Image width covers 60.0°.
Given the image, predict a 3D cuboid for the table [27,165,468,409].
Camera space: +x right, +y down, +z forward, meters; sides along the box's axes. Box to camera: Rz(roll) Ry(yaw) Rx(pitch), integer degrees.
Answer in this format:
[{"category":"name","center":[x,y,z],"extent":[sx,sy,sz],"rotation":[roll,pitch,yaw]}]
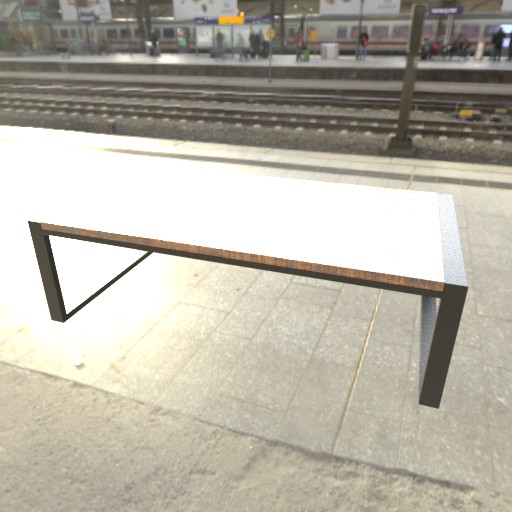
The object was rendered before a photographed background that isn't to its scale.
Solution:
[{"category":"table","center":[0.000,0.000,1.679],"extent":[1.350,0.400,0.750],"rotation":[9,27,17]}]
